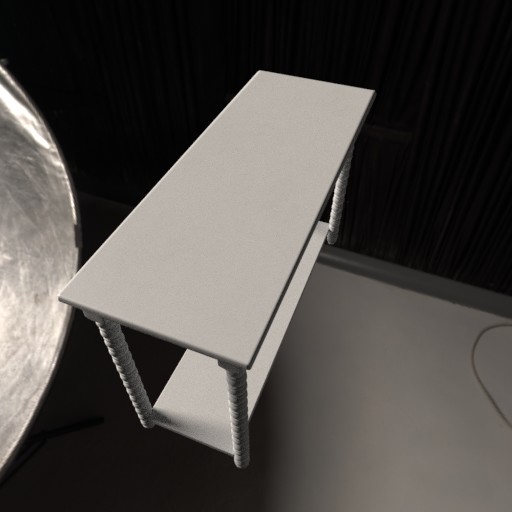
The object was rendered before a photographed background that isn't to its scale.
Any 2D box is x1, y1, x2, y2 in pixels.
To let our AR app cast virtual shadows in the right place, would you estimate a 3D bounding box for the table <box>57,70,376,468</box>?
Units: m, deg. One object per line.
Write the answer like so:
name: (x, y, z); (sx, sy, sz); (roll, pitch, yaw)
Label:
table: (0.000, 0.000, 1.529); (0.459, 0.740, 1.184); (16, 49, 15)
